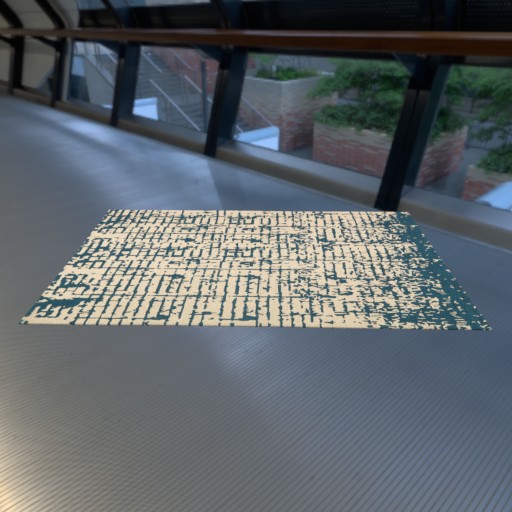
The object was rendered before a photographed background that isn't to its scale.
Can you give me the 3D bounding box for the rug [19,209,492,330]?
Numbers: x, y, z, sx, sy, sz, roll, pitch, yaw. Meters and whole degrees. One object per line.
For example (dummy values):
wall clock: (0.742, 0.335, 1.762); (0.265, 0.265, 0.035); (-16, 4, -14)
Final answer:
rug: (0.000, 0.000, 2.942); (2.435, 0.011, 1.517); (1, 29, 1)
